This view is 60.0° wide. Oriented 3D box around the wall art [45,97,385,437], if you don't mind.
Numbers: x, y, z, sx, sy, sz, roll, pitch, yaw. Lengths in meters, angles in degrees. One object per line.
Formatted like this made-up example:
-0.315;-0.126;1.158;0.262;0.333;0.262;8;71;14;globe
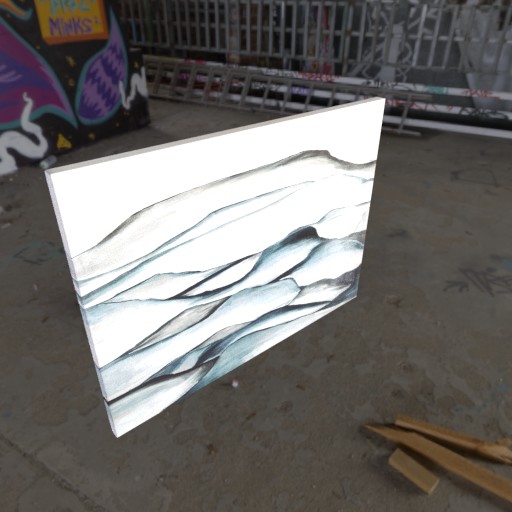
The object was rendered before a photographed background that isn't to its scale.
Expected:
0.000;0.000;1.564;1.219;0.915;0.039;-23;38;-33;wall art
